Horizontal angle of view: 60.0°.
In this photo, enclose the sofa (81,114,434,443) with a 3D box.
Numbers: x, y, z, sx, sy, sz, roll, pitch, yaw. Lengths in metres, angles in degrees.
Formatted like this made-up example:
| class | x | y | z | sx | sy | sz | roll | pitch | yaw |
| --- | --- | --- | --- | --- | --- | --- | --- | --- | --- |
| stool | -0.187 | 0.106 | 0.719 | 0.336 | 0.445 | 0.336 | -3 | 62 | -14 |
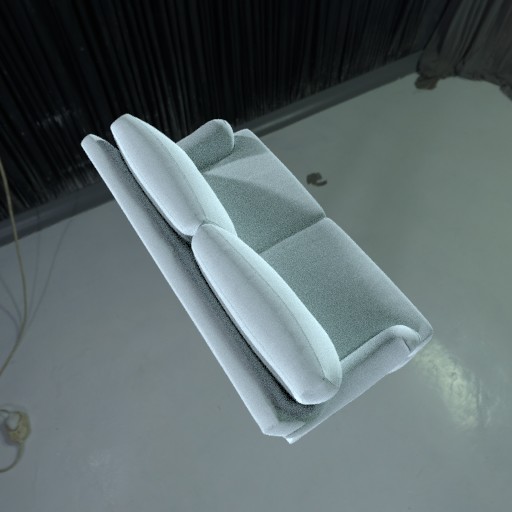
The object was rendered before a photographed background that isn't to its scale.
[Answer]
| class | x | y | z | sx | sy | sz | roll | pitch | yaw |
| --- | --- | --- | --- | --- | --- | --- | --- | --- | --- |
| sofa | 0.000 | 0.000 | 2.515 | 1.084 | 1.101 | 1.853 | -30 | 63 | -17 |
